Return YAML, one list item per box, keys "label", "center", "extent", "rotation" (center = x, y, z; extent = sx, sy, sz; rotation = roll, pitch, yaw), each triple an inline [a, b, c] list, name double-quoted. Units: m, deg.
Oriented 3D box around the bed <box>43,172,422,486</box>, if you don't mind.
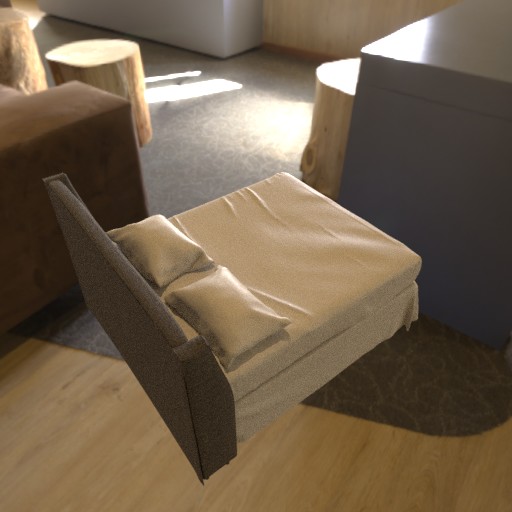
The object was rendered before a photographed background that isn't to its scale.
- label: "bed"
  center: [0.000, 0.000, 3.403]
  extent: [2.276, 1.332, 1.925]
  rotation: [-26, 47, -27]
